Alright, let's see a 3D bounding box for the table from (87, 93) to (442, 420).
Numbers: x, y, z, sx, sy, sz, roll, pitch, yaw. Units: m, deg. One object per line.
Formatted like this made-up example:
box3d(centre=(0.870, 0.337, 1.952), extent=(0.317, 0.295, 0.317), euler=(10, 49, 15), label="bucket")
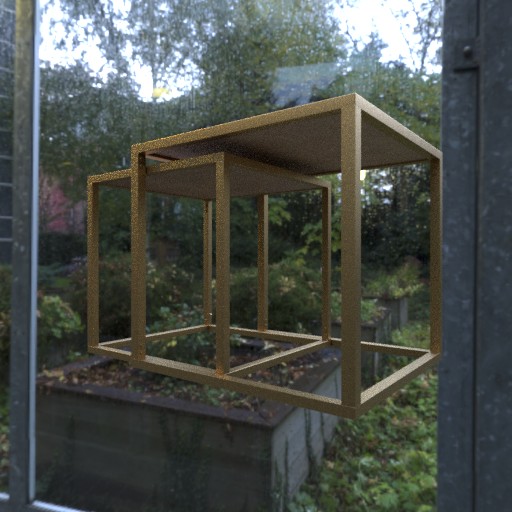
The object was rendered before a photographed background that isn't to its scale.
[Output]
box3d(centre=(0.000, 0.000, 1.109), extent=(0.762, 0.505, 0.505), euler=(0, 0, 37), label="table")
